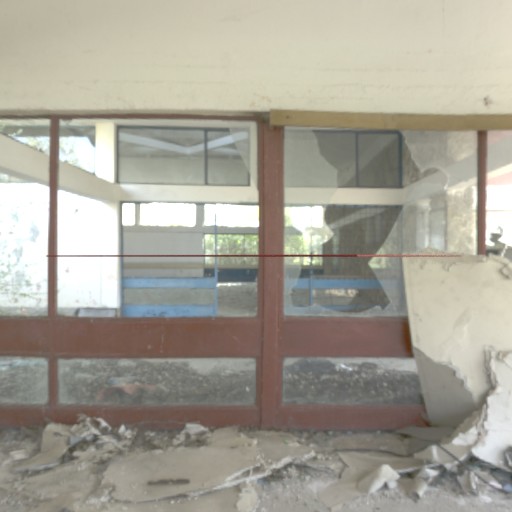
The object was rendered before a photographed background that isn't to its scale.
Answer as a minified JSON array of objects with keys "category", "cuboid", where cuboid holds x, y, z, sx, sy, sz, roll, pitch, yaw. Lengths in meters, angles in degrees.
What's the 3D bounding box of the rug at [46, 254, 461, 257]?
[{"category":"rug","cuboid":[0.000,0.000,4.128,3.053,0.013,2.387,0,0,37]}]
